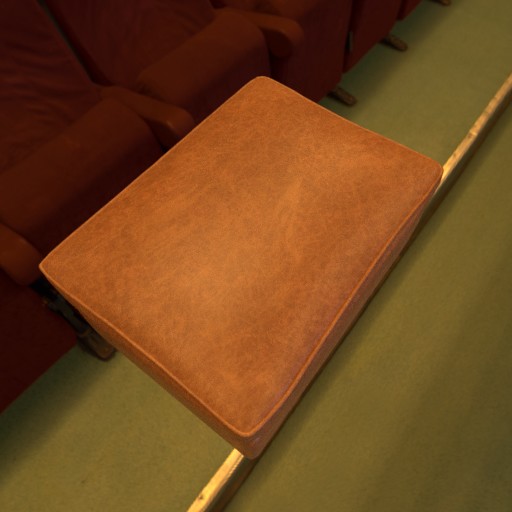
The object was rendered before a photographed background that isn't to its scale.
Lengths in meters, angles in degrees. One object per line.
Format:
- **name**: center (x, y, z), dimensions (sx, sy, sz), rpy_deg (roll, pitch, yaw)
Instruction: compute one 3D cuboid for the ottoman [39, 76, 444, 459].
- **ottoman**: center (0.000, 0.000, 1.099), dimensions (0.554, 0.468, 0.756), rpy_deg (33, 65, 18)
